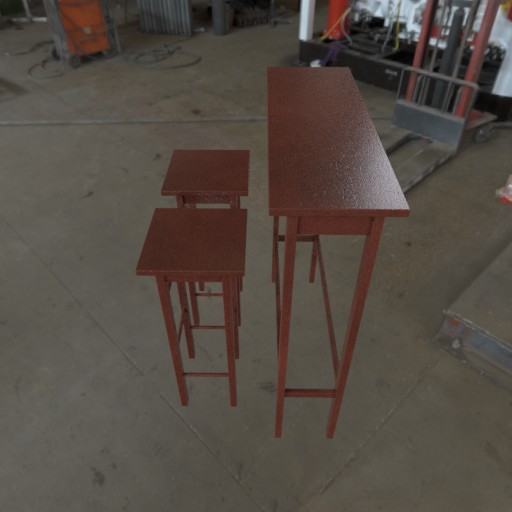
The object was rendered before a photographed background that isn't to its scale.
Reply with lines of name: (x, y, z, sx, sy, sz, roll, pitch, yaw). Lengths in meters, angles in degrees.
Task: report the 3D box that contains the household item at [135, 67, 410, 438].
household item: (0.000, 0.000, 1.650, 0.676, 1.067, 0.914, 0, 41, 1)
